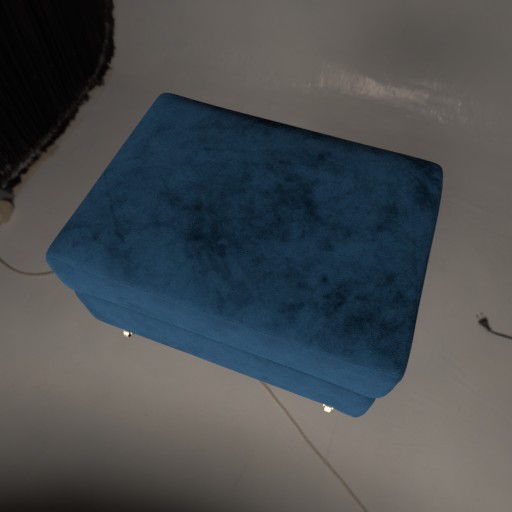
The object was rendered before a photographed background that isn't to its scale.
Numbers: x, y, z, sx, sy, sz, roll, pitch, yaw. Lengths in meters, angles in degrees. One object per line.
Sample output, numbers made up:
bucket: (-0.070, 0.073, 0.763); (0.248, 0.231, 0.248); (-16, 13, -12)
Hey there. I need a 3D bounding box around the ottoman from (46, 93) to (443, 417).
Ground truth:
ottoman: (0.000, 0.000, 1.155); (0.773, 0.503, 0.572); (18, 61, 10)
